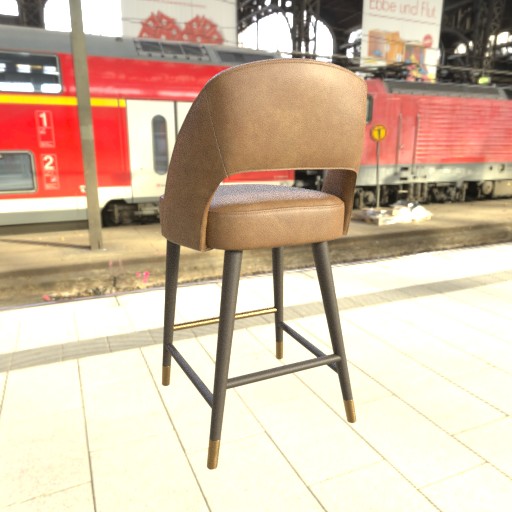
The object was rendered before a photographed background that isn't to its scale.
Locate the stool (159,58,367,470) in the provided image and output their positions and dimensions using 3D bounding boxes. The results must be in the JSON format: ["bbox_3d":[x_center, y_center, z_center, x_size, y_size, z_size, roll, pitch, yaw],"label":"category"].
[{"bbox_3d":[0.000,0.000,1.232,0.494,0.940,0.509,-7,16,-25],"label":"stool"}]
